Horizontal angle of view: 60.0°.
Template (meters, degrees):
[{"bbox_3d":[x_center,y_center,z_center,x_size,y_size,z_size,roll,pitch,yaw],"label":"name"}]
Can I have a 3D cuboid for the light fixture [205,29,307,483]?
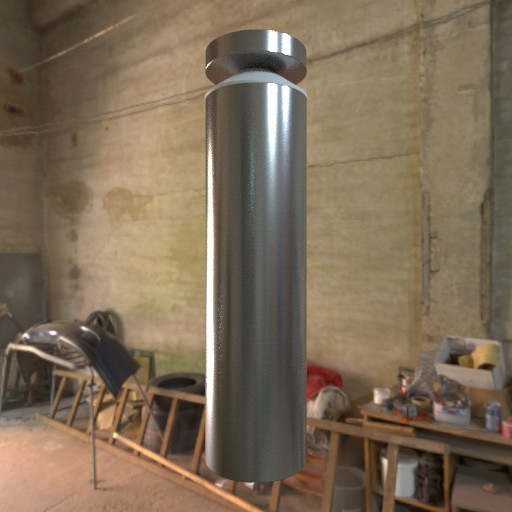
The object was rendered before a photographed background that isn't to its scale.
[{"bbox_3d":[0.000,0.000,0.441,0.102,0.400,0.102,0,0,0],"label":"light fixture"}]
